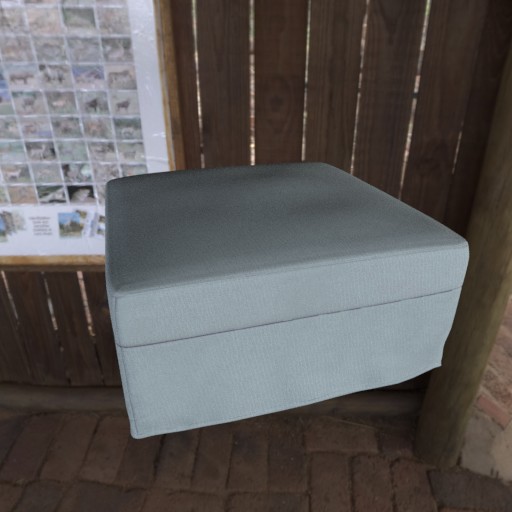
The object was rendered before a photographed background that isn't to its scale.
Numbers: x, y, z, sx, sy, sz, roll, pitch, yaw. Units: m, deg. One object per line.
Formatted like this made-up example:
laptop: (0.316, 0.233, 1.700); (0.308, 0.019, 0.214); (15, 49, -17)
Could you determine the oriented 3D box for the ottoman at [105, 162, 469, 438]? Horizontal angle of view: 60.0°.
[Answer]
ottoman: (0.000, 0.000, 1.345); (0.842, 0.441, 0.843); (-8, 27, -16)
